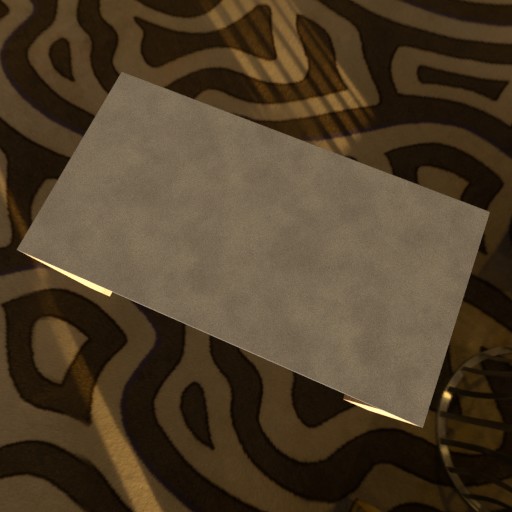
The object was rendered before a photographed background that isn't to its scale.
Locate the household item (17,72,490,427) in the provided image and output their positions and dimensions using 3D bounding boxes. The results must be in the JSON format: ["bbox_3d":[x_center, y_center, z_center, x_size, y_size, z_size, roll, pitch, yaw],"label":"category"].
[{"bbox_3d":[0.000,0.000,2.056,1.600,0.755,0.850,22,76,6],"label":"household item"}]
